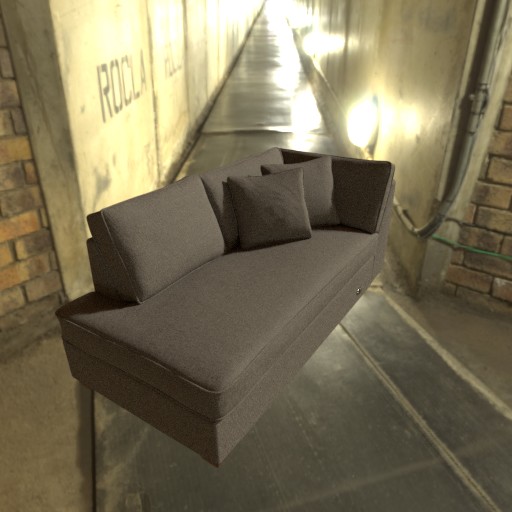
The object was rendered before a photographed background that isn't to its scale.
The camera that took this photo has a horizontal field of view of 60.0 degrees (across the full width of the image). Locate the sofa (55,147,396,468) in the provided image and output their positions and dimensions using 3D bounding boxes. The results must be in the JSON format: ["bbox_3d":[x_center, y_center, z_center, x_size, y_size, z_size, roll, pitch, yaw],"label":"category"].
[{"bbox_3d":[0.000,0.000,2.858,1.110,1.033,2.237,17,32,29],"label":"sofa"}]
